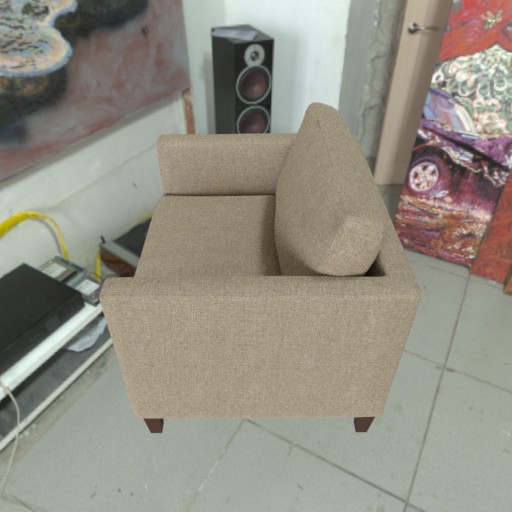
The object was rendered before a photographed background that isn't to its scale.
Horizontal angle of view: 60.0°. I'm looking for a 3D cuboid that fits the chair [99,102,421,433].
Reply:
[{"bbox_3d":[0.000,0.000,1.836,0.959,0.987,1.107,0,40,0],"label":"chair"}]
